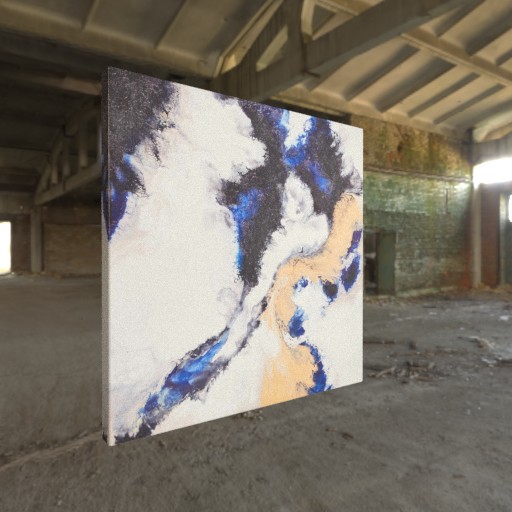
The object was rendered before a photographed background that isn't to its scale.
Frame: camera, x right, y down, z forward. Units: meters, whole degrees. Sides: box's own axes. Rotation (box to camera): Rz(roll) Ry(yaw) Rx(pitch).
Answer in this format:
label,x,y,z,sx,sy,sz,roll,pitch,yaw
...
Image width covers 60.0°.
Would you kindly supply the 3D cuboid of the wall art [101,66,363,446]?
label,x,y,z,sx,sy,sz,roll,pitch,yaw
wall art,0.000,0.000,0.901,0.609,0.609,0.039,0,1,-36
